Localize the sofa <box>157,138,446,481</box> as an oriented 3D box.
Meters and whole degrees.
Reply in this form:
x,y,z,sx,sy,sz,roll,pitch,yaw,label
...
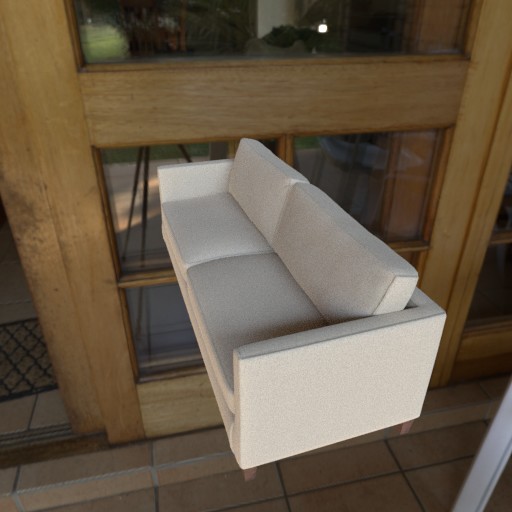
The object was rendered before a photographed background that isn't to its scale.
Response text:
x,y,z,sx,sy,sz,roll,pitch,yaw,label
0.000,0.000,2.823,0.951,0.968,2.361,-9,31,-16,sofa
